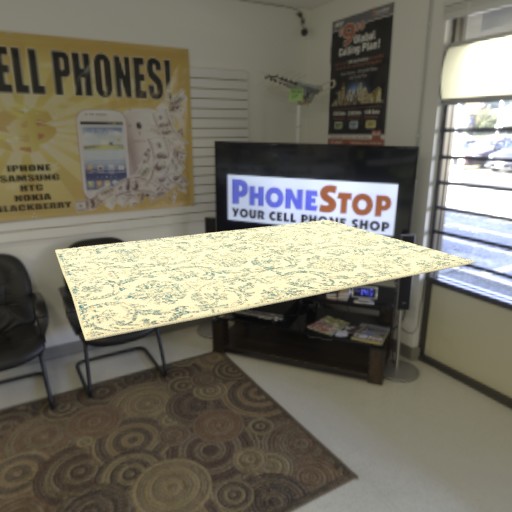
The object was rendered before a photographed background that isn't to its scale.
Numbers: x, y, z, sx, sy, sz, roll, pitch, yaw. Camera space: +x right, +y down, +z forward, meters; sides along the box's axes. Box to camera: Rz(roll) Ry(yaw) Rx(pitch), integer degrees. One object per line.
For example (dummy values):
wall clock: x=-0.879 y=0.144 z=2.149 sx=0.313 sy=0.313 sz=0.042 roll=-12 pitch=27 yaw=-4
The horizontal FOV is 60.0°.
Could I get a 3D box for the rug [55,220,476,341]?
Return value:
rug: x=0.000 y=0.000 z=3.453 sx=2.746 sy=0.018 sz=1.819 roll=-8 pitch=18 yaw=-27
